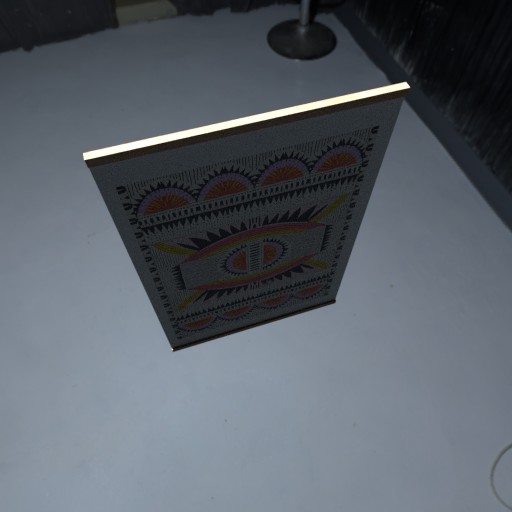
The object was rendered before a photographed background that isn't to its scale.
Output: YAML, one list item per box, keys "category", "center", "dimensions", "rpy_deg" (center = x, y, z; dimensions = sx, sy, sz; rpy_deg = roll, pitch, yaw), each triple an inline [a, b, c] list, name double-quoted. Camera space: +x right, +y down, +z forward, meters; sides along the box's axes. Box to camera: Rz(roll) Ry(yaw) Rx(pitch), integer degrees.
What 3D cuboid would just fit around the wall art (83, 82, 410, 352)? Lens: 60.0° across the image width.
- category: "wall art"
  center: [0.000, 0.000, 1.955]
  dimensions: [0.999, 1.533, 0.028]
  rpy_deg: [-15, 59, -9]
